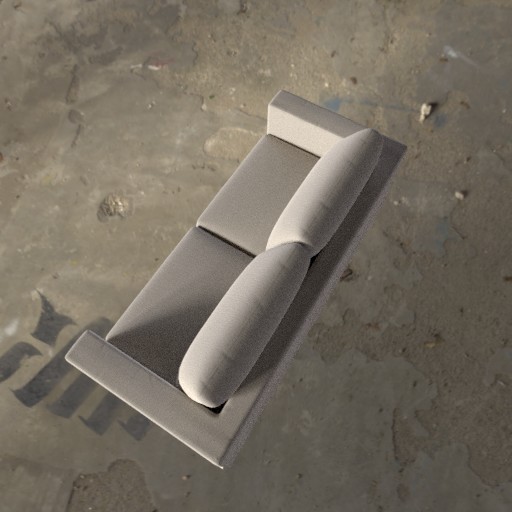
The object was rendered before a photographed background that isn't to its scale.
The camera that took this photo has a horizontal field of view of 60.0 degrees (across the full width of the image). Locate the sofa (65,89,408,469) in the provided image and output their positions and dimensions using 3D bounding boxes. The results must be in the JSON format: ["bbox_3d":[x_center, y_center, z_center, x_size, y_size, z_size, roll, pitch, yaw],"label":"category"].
[{"bbox_3d":[0.000,0.000,2.668,0.954,0.881,2.163,29,68,13],"label":"sofa"}]
